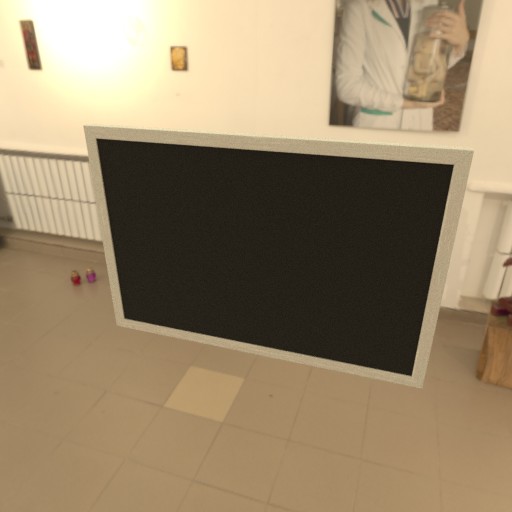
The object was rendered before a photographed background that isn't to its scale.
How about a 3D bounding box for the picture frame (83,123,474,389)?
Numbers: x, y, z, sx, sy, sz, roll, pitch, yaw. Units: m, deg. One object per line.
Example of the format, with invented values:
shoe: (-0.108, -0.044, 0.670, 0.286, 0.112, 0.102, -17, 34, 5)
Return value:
picture frame: (0.000, 0.000, 1.195, 0.950, 0.640, 0.029, 8, 27, 16)
